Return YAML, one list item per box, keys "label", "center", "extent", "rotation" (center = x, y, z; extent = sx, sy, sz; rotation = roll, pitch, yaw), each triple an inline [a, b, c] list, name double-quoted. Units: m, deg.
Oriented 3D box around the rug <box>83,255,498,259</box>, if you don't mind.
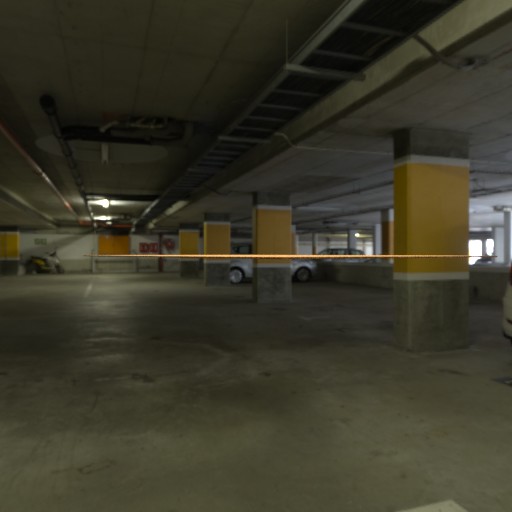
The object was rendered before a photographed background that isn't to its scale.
- label: "rug"
  center: [0.000, 0.000, 2.146]
  extent: [1.143, 0.006, 1.747]
  rotation: [0, 0, -37]
